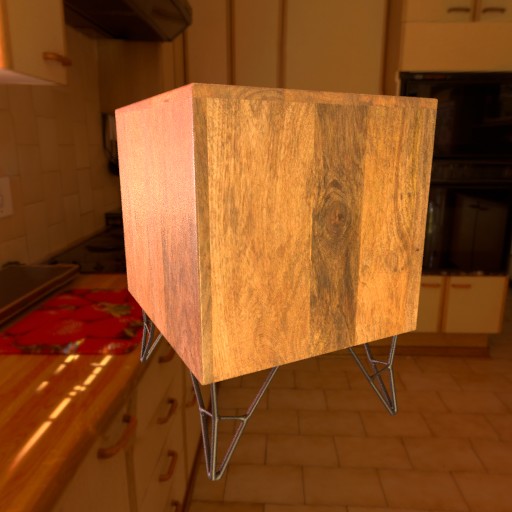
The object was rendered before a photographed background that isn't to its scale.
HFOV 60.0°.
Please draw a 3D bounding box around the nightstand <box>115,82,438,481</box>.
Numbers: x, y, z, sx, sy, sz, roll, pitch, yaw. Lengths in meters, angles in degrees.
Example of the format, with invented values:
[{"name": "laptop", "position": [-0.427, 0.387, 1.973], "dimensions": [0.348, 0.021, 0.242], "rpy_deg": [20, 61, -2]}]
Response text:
[{"name": "nightstand", "position": [0.000, 0.000, 0.862], "dimensions": [0.406, 0.559, 0.457], "rpy_deg": [-7, 16, -27]}]
